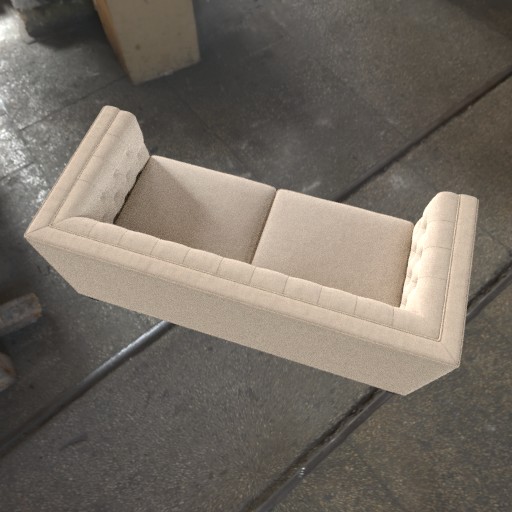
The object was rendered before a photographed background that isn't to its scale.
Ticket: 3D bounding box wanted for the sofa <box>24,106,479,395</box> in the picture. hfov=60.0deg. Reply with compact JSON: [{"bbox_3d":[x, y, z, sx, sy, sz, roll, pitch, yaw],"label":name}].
[{"bbox_3d":[0.000,0.000,2.200,1.778,0.762,0.775,16,65,8],"label":"sofa"}]
